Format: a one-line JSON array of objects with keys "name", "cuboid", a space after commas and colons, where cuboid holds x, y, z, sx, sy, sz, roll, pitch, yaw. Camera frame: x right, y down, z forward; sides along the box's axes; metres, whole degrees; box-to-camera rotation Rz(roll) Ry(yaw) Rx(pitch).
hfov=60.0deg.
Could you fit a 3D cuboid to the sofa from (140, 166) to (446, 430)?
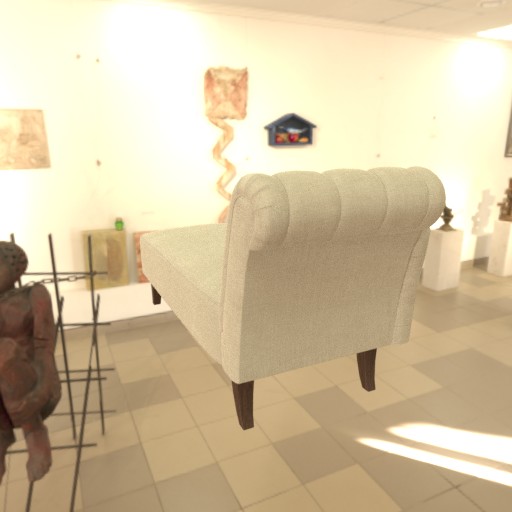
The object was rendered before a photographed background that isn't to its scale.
[{"name": "sofa", "cuboid": [0.000, 0.000, 1.813, 0.675, 0.787, 1.379, -7, 17, -25]}]
